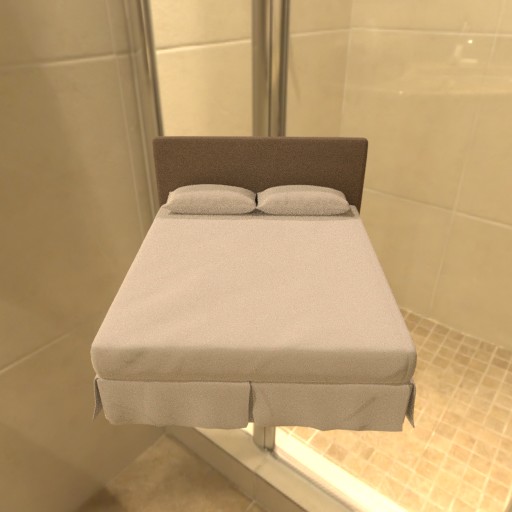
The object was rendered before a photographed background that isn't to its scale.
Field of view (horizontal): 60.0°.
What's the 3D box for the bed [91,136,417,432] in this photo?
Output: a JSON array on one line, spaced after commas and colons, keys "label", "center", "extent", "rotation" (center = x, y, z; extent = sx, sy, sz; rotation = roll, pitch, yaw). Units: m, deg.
[{"label": "bed", "center": [0.000, 0.000, 3.559], "extent": [2.119, 1.317, 2.341], "rotation": [1, 30, 1]}]
